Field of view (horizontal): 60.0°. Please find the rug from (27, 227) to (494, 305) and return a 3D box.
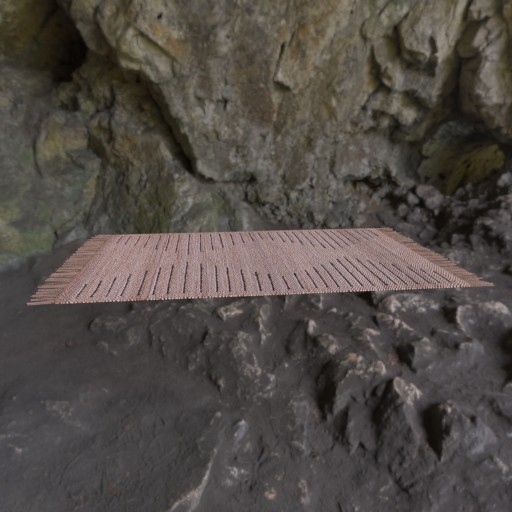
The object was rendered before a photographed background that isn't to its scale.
[{"bbox_3d":[0.000,0.000,2.501,2.085,0.027,1.224,-2,16,-6],"label":"rug"}]
